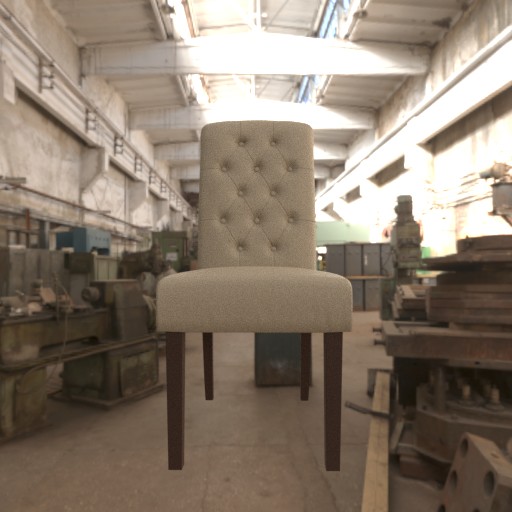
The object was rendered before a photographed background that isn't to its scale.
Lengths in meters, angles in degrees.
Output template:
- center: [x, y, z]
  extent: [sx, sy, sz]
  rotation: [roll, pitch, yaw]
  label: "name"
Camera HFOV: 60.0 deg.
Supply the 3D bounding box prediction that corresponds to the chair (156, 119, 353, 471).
- center: [0.000, 0.000, 1.358]
  extent: [0.456, 1.006, 0.671]
  rotation: [0, -1, 1]
  label: "chair"
